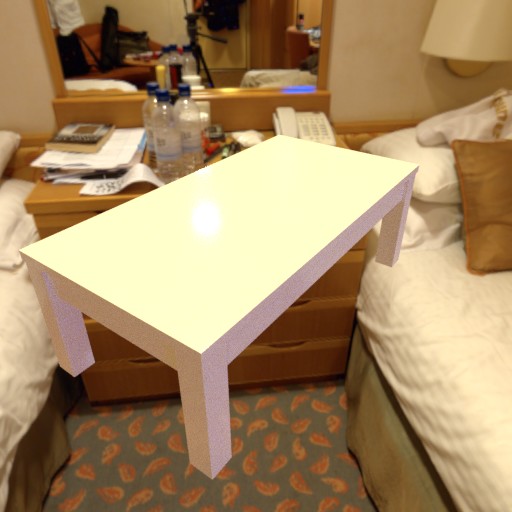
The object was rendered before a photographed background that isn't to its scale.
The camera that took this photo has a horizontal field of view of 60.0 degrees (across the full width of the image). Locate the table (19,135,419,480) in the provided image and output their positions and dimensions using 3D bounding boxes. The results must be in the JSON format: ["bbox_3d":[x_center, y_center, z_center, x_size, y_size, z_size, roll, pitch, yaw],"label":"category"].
[{"bbox_3d":[0.000,0.000,1.683,0.700,0.470,1.350,21,38,30],"label":"table"}]
